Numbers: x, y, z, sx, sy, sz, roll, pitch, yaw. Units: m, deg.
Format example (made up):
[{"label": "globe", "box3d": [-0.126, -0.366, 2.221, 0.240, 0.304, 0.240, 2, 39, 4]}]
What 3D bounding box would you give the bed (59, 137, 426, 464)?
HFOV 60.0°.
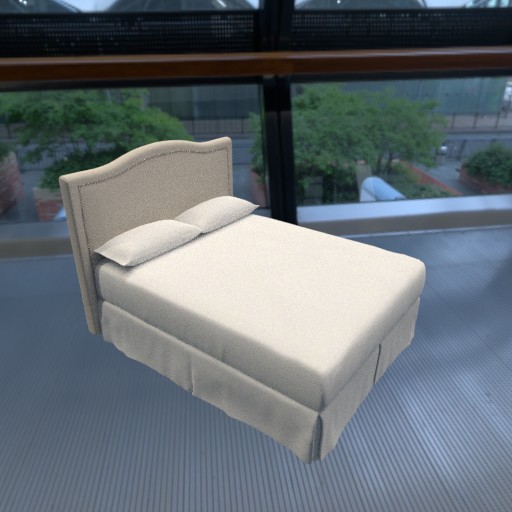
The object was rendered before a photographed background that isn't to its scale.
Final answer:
[{"label": "bed", "box3d": [0.000, 0.000, 3.376, 2.143, 1.460, 1.753, 19, 32, 33]}]
